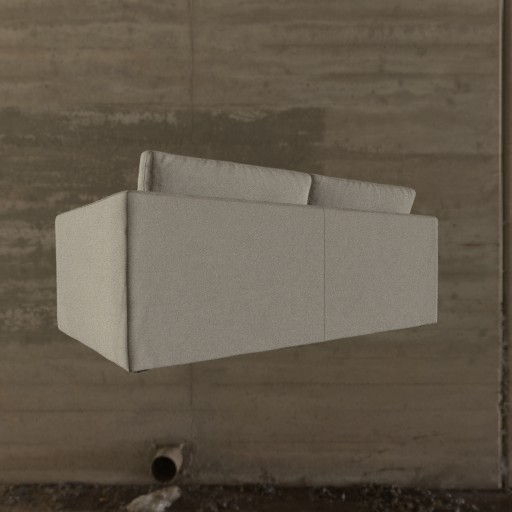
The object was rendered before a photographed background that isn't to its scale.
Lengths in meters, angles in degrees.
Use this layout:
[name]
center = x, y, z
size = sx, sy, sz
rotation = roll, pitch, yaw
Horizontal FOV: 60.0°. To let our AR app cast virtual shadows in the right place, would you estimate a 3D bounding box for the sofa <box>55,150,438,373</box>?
[sofa]
center = 0.000, 0.000, 2.508
size = 1.905, 0.839, 1.091
rotation = 0, 0, -36
